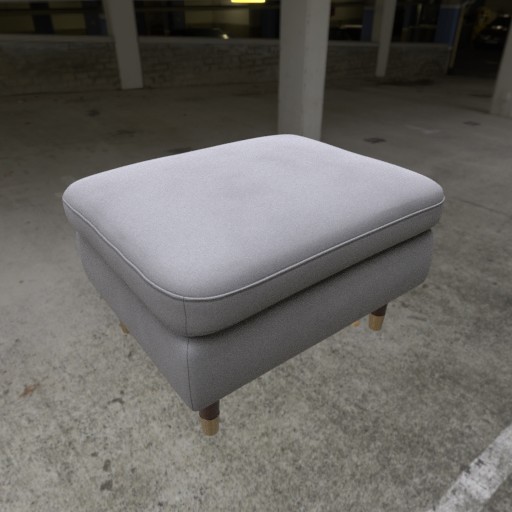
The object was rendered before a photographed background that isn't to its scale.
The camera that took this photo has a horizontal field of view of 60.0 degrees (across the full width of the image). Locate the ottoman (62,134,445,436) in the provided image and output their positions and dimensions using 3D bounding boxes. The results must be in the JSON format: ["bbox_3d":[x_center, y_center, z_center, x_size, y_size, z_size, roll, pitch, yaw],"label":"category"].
[{"bbox_3d":[0.000,0.000,1.121,0.747,0.478,0.593,-22,37,-32],"label":"ottoman"}]
